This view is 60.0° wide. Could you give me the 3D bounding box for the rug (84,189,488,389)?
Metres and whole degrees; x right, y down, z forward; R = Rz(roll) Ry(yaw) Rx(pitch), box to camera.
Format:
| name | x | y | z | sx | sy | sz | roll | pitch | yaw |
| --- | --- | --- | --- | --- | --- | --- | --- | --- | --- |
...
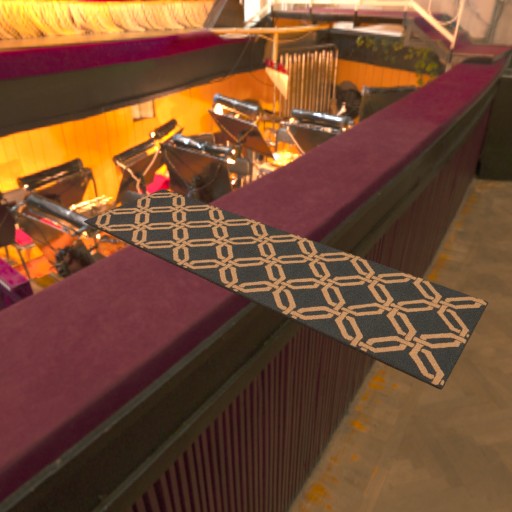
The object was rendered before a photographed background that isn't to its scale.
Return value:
| name | x | y | z | sx | sy | sz | roll | pitch | yaw |
| --- | --- | --- | --- | --- | --- | --- | --- | --- | --- |
| rug | 0.000 | 0.000 | 2.477 | 2.276 | 0.014 | 0.678 | 22 | 37 | 32 |
